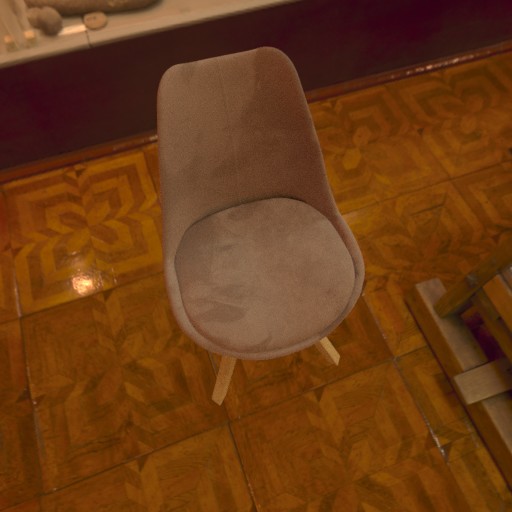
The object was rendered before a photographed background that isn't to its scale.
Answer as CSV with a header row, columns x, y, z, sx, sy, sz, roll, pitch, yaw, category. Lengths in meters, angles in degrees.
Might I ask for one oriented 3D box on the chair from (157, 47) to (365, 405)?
x,y,z,sx,sy,sz,roll,pitch,yaw,category
0.000,0.000,1.174,0.485,0.850,0.550,-16,64,-8,chair
